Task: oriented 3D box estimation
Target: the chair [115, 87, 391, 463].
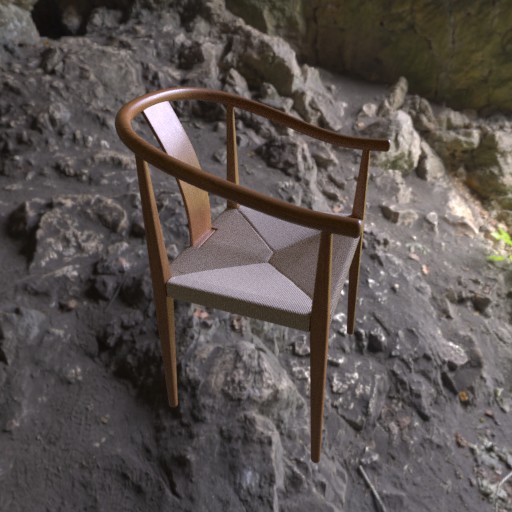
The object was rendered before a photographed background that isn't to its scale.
[{"bbox_3d":[0.000,0.000,1.190,0.579,0.800,0.556,10,32,17],"label":"chair"}]
